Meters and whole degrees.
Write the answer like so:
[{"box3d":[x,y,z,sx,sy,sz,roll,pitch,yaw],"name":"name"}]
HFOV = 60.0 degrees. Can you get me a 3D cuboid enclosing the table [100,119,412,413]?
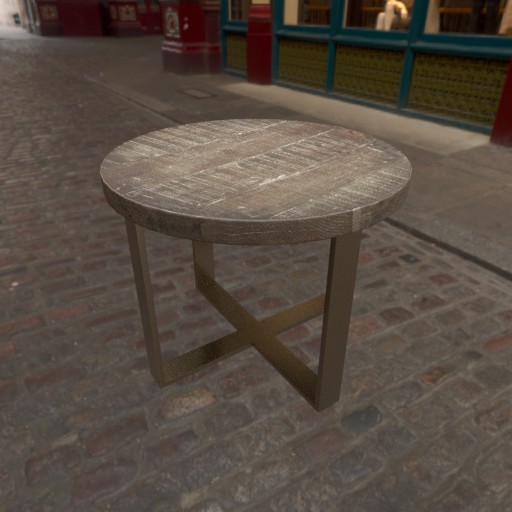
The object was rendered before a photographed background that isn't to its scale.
[{"box3d":[0.000,0.000,0.938,0.557,0.437,0.557,0,31,0],"name":"table"}]
